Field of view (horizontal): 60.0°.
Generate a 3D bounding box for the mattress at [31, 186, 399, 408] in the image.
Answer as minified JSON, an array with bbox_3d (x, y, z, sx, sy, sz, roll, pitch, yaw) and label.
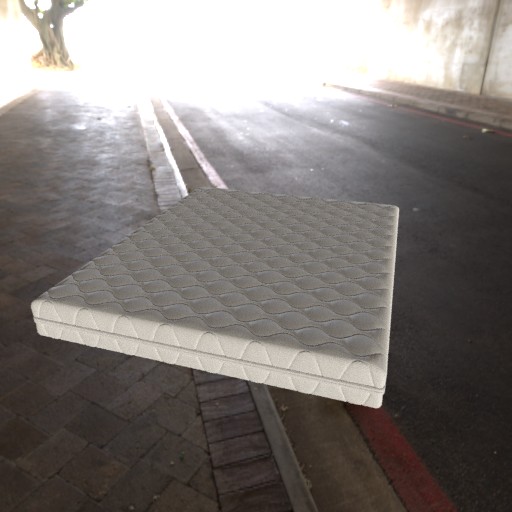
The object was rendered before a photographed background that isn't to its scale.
[{"bbox_3d":[0.000,0.000,2.666,1.600,0.200,1.900,8,27,16],"label":"mattress"}]
